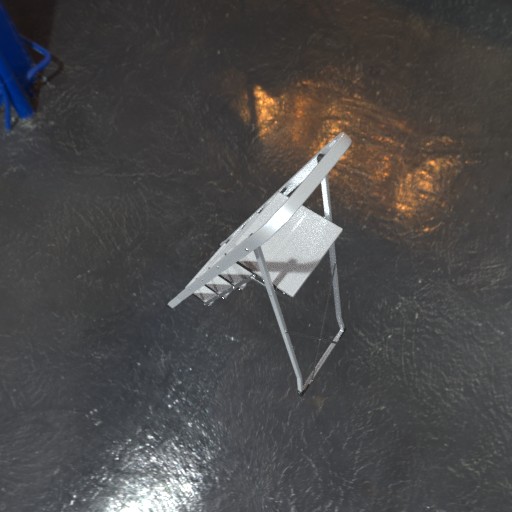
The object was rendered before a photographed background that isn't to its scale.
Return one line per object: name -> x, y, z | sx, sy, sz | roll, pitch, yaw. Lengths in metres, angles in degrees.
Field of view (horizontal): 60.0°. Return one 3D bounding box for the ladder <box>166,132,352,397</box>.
ladder -> 0.000, 0.000, 1.711 | 0.830, 1.290, 0.465 | 33, 67, 16
